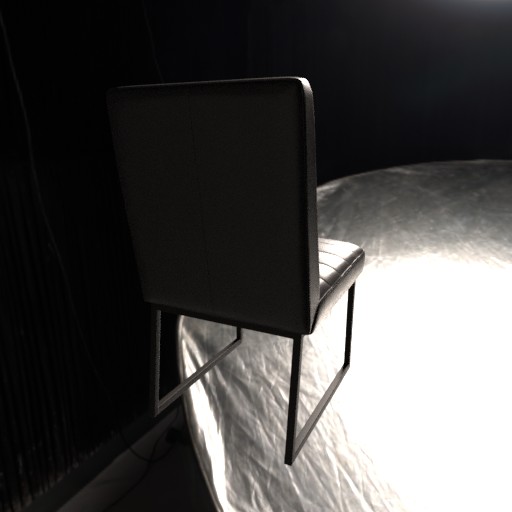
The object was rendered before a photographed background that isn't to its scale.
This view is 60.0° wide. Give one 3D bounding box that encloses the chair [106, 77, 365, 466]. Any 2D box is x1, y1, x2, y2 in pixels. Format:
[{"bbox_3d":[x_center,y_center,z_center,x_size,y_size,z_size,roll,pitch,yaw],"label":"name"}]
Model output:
[{"bbox_3d":[0.000,0.000,1.327,0.520,0.930,0.634,8,17,26],"label":"chair"}]
